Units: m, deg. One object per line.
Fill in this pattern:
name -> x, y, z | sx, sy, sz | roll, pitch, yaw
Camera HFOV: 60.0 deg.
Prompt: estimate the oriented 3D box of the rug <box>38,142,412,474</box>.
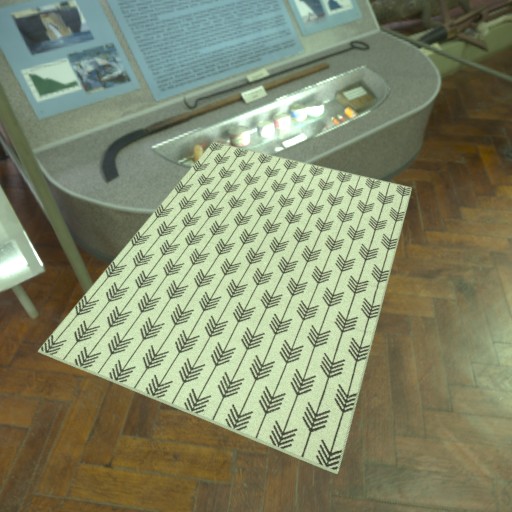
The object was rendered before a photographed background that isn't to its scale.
rug -> 0.000, 0.000, 4.016 | 2.330, 0.010, 3.061 | 16, 49, 15
